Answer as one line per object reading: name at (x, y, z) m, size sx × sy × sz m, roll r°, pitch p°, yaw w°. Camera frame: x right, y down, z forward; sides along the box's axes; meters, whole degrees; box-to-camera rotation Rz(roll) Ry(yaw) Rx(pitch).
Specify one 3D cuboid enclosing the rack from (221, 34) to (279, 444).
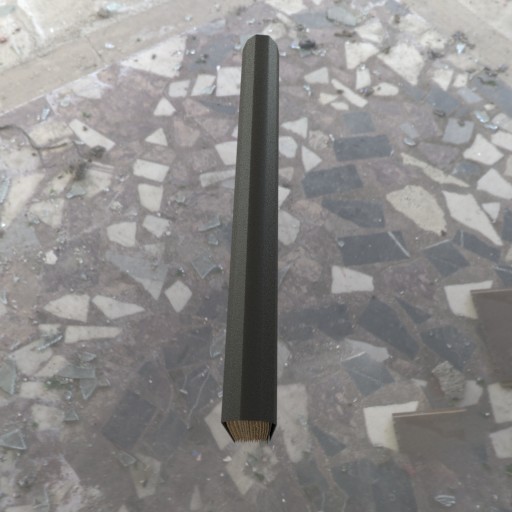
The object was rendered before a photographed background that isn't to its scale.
rack at (0.000, 0.000, 0.439) m, size 0.041 × 0.241 × 0.330 m, roll 1°, pitch 64°, yaw 1°
